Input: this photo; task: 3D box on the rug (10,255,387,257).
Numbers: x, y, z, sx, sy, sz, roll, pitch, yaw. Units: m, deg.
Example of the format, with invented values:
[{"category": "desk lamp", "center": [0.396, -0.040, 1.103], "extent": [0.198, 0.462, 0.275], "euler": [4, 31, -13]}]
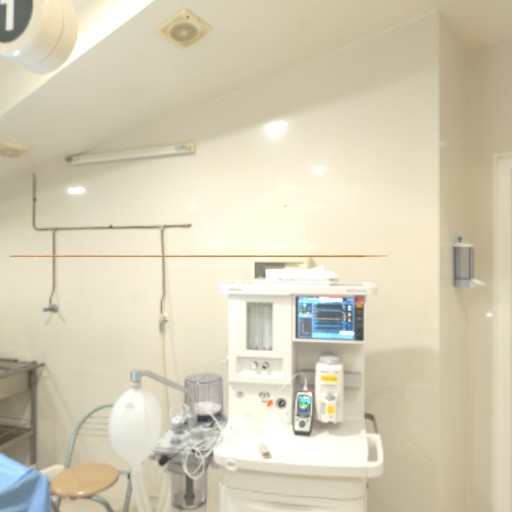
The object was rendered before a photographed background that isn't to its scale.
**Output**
[{"category": "rug", "center": [0.000, 0.000, 2.834], "extent": [1.525, 0.007, 2.336], "euler": [0, 0, 19]}]
